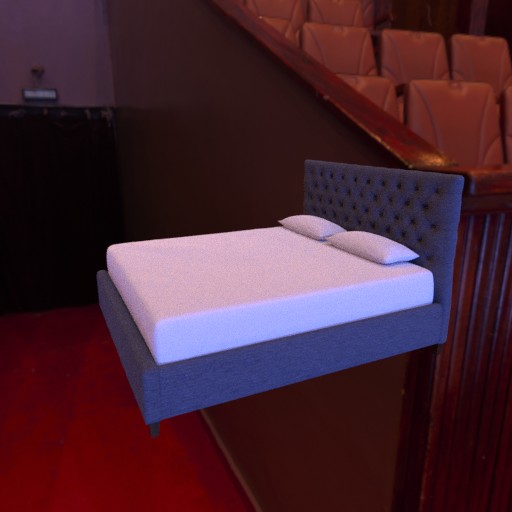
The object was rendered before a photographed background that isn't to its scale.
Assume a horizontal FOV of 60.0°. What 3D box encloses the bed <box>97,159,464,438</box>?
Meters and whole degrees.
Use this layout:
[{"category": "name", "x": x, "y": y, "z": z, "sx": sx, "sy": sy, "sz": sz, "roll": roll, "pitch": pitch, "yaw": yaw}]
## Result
[{"category": "bed", "x": 0.000, "y": 0.000, "z": 3.746, "sx": 2.387, "sy": 1.427, "sz": 2.078, "roll": -7, "pitch": 17, "yaw": -25}]
